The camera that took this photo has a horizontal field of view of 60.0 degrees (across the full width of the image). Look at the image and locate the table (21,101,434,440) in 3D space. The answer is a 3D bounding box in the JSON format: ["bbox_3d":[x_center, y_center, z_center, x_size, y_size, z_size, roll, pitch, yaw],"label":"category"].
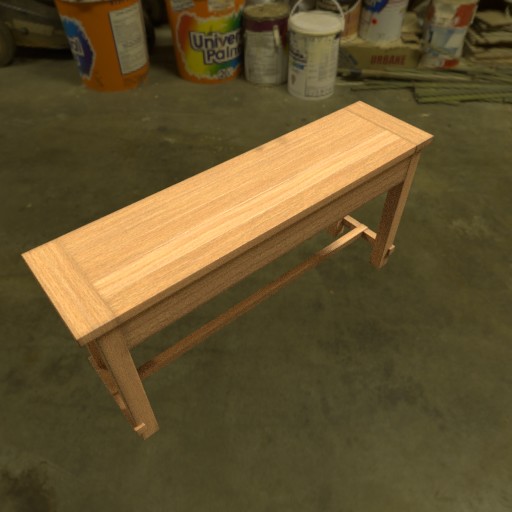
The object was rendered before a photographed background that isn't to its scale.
[{"bbox_3d":[0.000,0.000,1.912,1.599,0.762,0.442,-31,53,-26],"label":"table"}]
